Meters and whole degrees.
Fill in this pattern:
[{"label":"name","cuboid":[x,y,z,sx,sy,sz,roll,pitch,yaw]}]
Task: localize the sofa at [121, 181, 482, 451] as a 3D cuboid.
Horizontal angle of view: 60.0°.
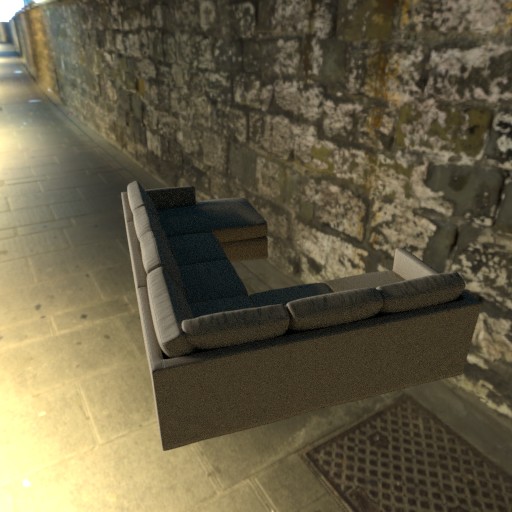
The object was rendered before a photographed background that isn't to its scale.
[{"label":"sofa","cuboid":[0.000,0.000,4.518,2.427,0.882,3.460,-8,28,-16]}]
